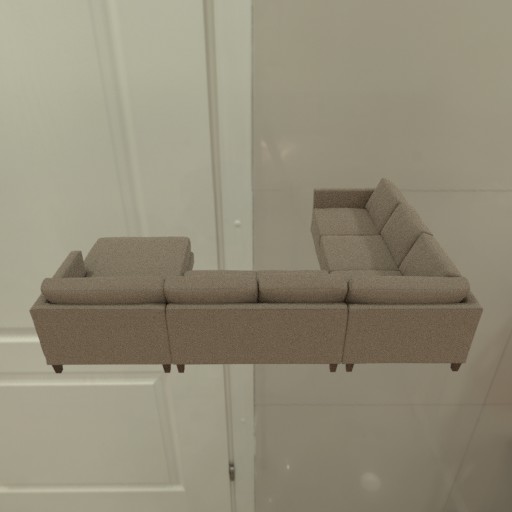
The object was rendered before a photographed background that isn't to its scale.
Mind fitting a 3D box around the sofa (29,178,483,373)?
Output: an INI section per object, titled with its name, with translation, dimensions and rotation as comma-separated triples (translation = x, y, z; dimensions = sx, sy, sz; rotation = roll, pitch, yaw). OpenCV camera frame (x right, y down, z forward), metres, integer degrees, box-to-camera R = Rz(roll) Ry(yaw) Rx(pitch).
[sofa]
translation = 0.000, 0.000, 4.488
dimensions = 3.438, 0.865, 2.424
rotation = 0, 31, 0
